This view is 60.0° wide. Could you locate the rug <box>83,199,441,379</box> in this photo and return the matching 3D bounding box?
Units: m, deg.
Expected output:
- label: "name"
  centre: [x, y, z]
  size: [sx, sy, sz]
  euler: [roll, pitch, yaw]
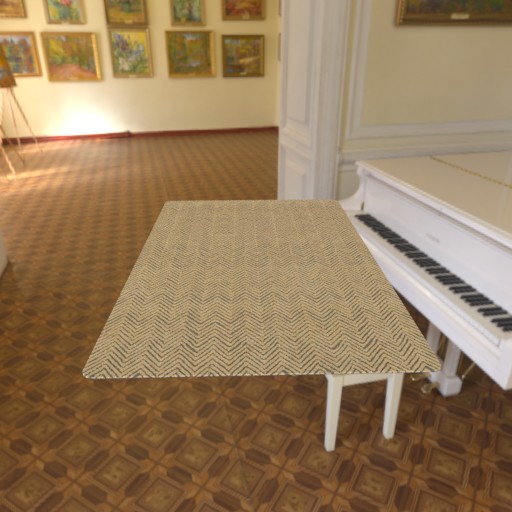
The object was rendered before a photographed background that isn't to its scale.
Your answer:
- label: "rug"
  centre: [0.000, 0.000, 2.177]
  size: [1.144, 0.008, 1.752]
  euler: [-1, 25, -2]
